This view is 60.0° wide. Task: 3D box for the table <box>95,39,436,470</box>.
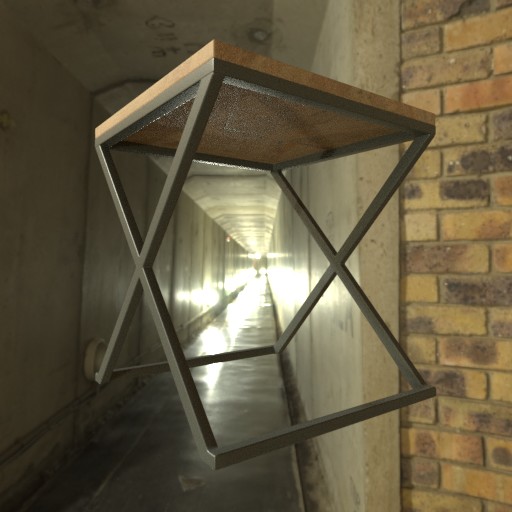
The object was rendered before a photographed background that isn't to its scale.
[{"bbox_3d":[0.000,0.000,0.905,0.499,0.550,0.498,0,0,-37],"label":"table"}]
